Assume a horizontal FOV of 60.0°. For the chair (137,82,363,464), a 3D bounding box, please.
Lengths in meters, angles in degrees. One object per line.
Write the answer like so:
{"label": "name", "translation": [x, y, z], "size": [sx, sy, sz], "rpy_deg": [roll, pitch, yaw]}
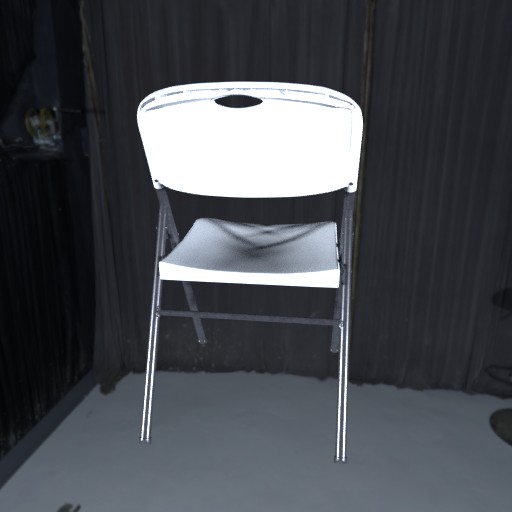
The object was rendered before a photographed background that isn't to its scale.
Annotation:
{"label": "chair", "translation": [0.000, 0.000, 1.175], "size": [0.494, 0.810, 0.566], "rpy_deg": [2, 16, 8]}
